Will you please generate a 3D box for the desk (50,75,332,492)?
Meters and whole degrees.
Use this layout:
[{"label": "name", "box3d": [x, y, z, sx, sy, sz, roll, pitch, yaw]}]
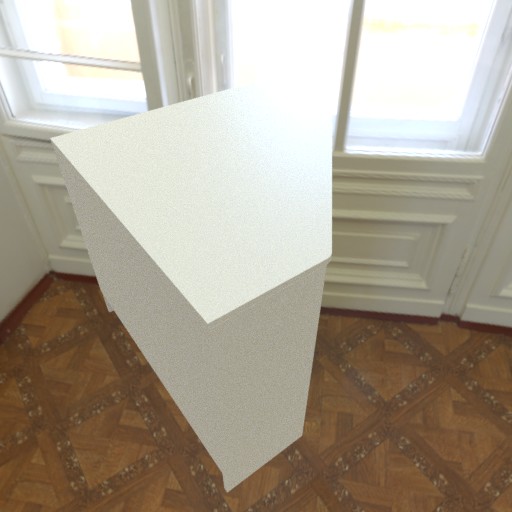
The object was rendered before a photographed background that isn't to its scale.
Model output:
[{"label": "desk", "box3d": [0.000, 0.000, 1.599, 0.926, 0.818, 0.940, -26, 48, -26]}]
